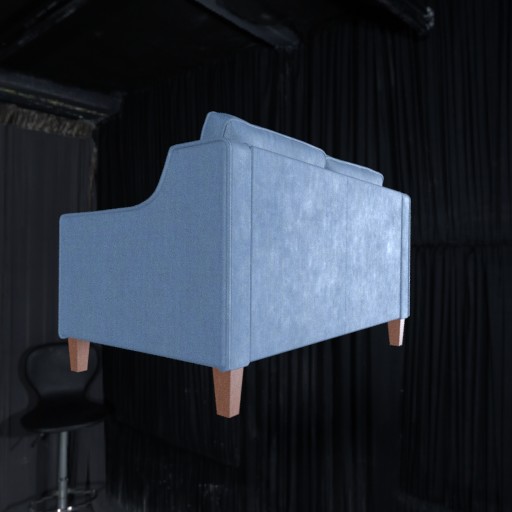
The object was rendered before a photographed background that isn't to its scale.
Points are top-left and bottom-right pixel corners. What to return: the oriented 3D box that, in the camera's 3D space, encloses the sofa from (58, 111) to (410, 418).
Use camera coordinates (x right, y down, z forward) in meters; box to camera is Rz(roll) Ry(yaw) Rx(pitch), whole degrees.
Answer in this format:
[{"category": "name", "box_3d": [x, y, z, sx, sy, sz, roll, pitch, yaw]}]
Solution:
[{"category": "sofa", "box_3d": [0.000, 0.000, 2.160, 0.987, 0.971, 1.501, 0, 0, 38]}]
